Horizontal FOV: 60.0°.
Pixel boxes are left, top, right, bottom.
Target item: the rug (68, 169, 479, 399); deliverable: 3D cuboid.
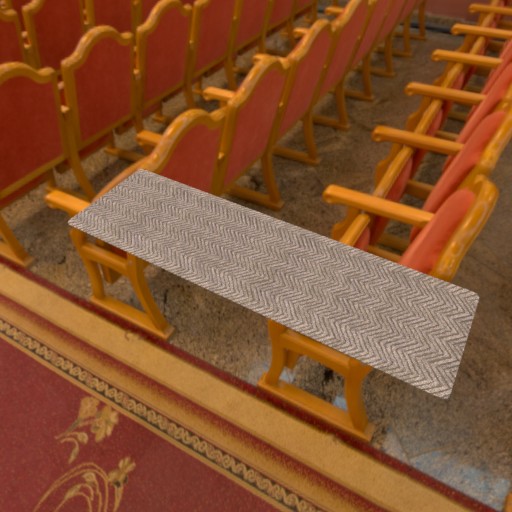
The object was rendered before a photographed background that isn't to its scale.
[{"bbox_3d":[0.000,0.000,2.494,2.286,0.008,0.686,23,49,21],"label":"rug"}]
